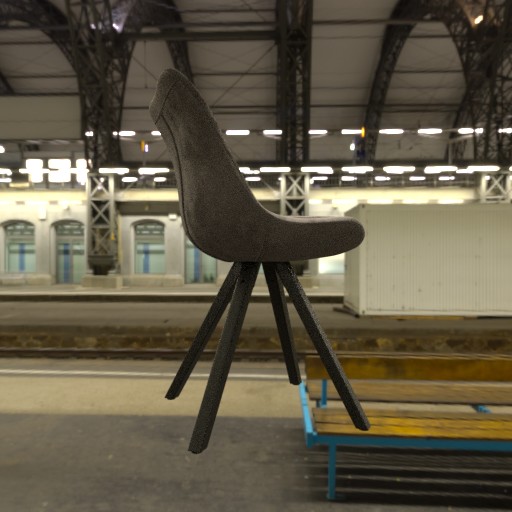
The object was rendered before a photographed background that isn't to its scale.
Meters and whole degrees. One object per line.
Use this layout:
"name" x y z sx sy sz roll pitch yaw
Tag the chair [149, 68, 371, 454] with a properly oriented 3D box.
"chair" 0.000 0.000 1.208 0.550 0.850 0.485 0 0 -19
